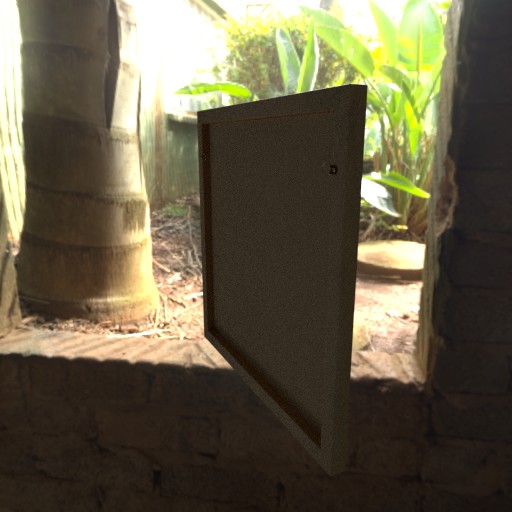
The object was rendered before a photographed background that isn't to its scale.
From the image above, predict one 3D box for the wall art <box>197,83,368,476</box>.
[{"bbox_3d":[0.000,0.000,1.156,0.041,0.762,0.762,-7,16,-25],"label":"wall art"}]
